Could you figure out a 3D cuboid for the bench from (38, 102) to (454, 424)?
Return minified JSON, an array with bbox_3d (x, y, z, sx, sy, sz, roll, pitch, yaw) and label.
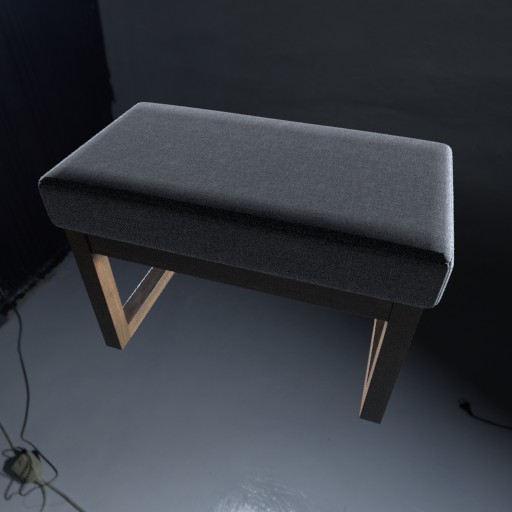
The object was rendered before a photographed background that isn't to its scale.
[{"bbox_3d":[0.000,0.000,0.947,0.681,0.467,0.366,12,43,13],"label":"bench"}]
